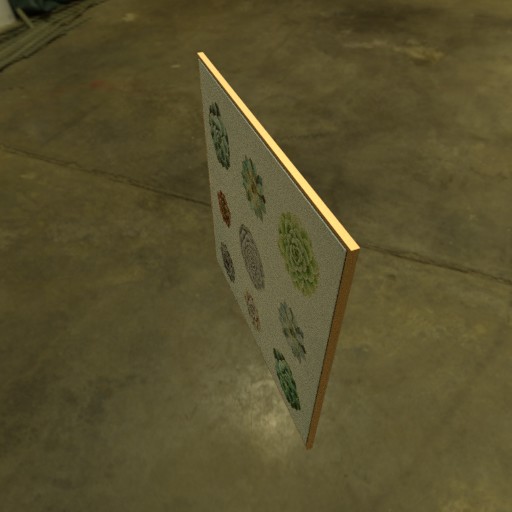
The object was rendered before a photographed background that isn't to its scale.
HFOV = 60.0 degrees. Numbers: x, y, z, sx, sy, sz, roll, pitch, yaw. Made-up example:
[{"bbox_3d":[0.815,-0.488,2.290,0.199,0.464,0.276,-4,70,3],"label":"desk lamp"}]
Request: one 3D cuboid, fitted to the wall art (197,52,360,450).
[{"bbox_3d":[0.000,0.000,0.998,0.014,0.655,0.657,-16,48,-15],"label":"wall art"}]
